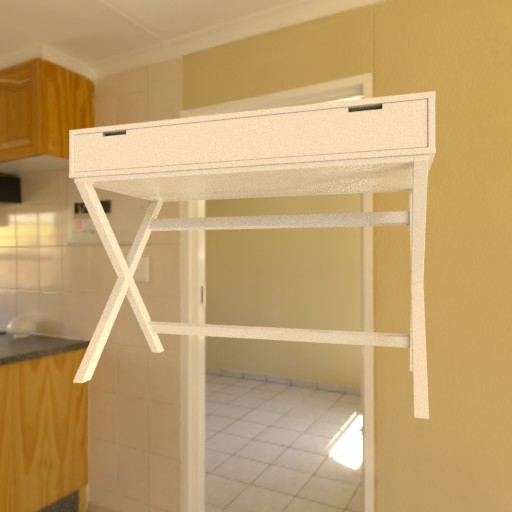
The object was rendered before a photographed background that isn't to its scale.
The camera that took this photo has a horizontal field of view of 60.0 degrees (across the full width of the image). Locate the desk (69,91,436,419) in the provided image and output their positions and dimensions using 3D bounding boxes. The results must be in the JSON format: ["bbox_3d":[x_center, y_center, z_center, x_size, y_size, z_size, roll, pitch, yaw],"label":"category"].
[{"bbox_3d":[0.000,0.000,1.453,1.059,0.780,0.509,0,0,18],"label":"desk"}]
